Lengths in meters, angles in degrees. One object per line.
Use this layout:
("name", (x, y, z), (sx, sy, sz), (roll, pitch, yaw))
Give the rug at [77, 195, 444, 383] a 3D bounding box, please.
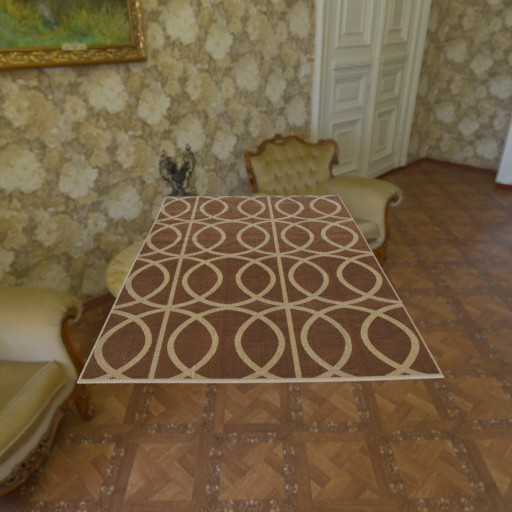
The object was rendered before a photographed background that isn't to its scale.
("rug", (0.000, 0.000, 2.843), (1.528, 0.014, 2.294), (-1, 27, -1))
